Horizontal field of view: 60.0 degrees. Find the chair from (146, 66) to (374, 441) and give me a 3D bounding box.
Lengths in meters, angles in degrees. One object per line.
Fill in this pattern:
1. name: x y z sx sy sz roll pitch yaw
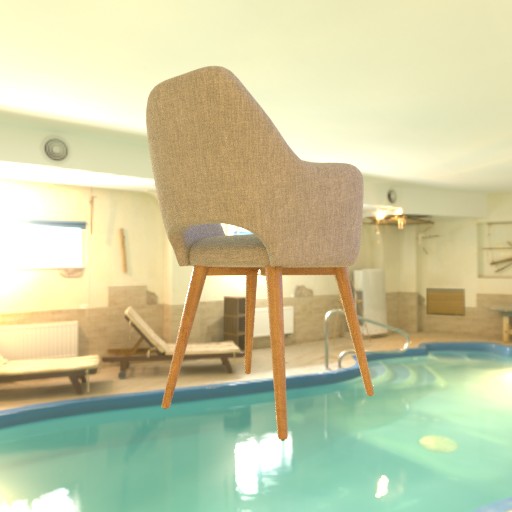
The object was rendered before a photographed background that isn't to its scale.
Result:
1. chair: 0.000 0.000 1.256 0.590 0.840 0.610 -1 -1 35
